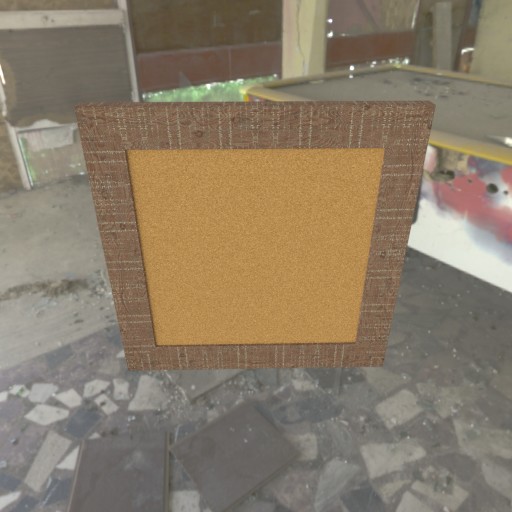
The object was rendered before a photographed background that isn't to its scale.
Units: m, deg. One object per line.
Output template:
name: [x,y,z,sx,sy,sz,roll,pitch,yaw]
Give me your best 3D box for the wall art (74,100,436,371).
wall art: [0.000,0.000,0.798,0.531,0.531,0.029,-1,31,-1]
